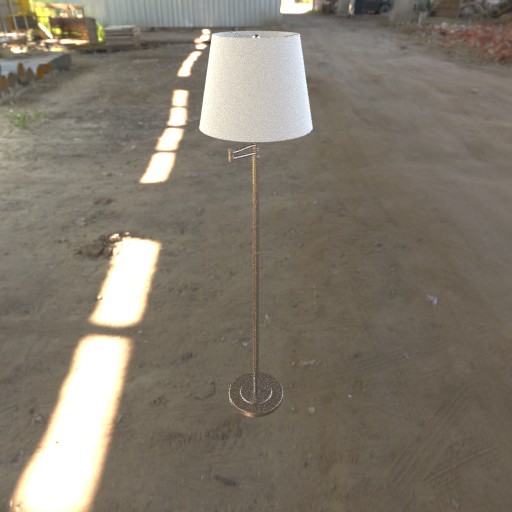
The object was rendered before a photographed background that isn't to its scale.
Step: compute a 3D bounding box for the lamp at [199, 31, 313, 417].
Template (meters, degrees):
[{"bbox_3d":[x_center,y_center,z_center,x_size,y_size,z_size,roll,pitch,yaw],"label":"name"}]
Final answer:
[{"bbox_3d":[0.000,0.000,1.642,0.355,1.473,0.355,0,31,0],"label":"lamp"}]
